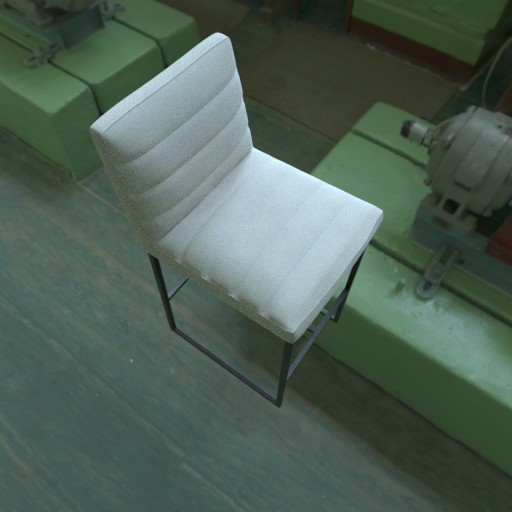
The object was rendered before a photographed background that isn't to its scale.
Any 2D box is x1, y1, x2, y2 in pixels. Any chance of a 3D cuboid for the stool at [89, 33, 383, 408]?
[{"bbox_3d":[0.000,0.000,1.372,0.573,1.061,0.464,31,63,18],"label":"stool"}]
